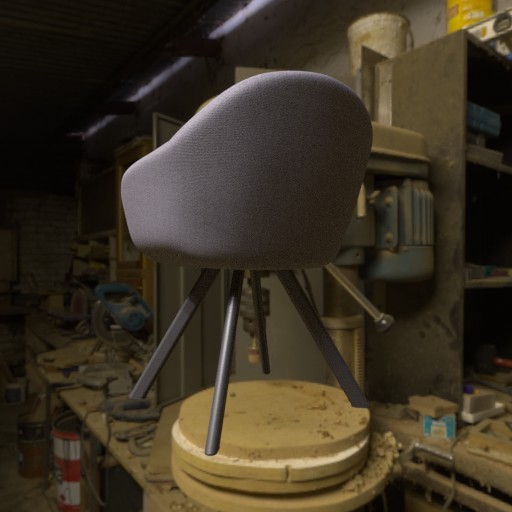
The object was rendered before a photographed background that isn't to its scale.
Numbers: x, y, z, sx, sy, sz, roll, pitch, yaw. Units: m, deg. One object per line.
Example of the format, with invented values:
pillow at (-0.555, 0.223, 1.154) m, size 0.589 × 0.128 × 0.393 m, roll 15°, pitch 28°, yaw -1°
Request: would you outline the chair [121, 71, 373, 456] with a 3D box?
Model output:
chair at (0.000, 0.000, 1.169) m, size 0.590 × 0.795 × 0.550 m, roll 0°, pitch 0°, yaw -36°
